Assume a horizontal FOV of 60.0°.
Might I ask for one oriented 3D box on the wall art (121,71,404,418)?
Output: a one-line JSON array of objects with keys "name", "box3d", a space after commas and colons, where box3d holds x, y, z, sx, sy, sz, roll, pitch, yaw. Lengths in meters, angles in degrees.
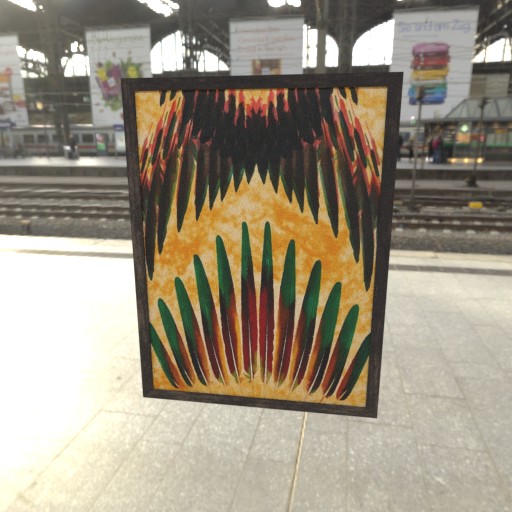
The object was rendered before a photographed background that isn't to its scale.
[{"name": "wall art", "box3d": [0.000, 0.000, 1.403, 0.812, 1.066, 0.029, 2, 14, 9]}]
